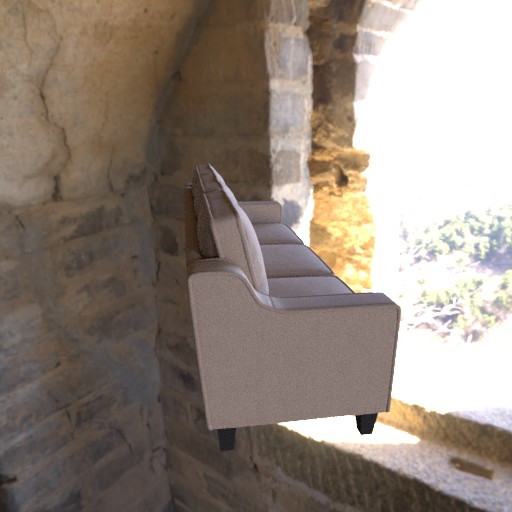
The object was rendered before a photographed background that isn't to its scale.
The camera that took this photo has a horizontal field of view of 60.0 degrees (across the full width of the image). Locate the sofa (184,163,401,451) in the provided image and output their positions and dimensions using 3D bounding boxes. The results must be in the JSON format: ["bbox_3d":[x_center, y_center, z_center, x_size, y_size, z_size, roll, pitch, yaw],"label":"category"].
[{"bbox_3d":[0.000,0.000,2.559,0.791,0.902,2.131,-3,17,-9],"label":"sofa"}]
